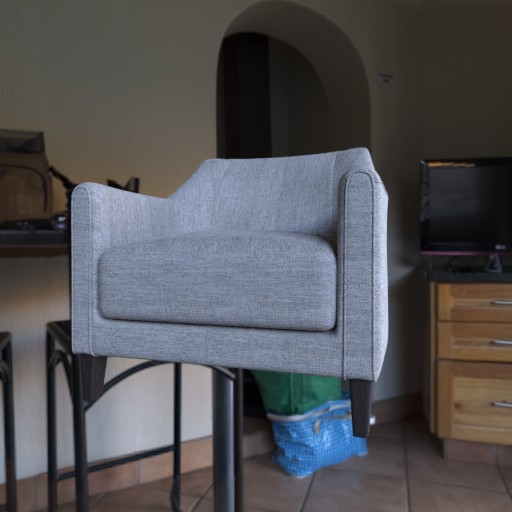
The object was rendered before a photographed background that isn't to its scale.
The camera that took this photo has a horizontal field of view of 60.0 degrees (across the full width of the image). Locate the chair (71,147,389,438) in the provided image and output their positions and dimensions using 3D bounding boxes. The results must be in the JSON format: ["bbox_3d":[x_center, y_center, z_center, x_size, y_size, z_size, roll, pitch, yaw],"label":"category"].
[{"bbox_3d":[0.000,0.000,1.378,0.796,0.761,0.758,0,1,19],"label":"chair"}]
